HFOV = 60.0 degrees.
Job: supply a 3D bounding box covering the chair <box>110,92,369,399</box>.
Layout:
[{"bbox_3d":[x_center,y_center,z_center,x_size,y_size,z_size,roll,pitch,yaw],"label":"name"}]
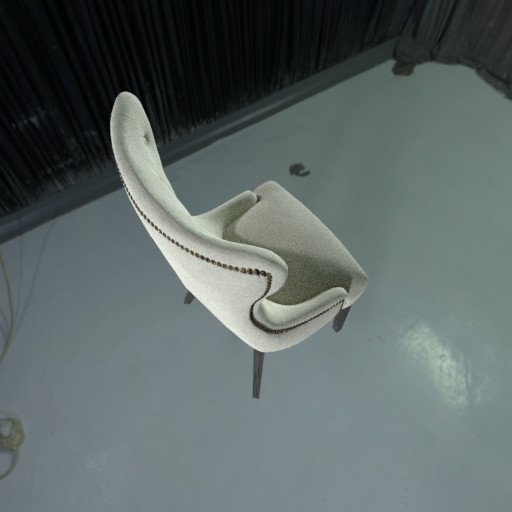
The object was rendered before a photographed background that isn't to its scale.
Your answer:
[{"bbox_3d":[0.000,0.000,1.388,0.590,1.065,0.584,-33,65,-18],"label":"chair"}]
